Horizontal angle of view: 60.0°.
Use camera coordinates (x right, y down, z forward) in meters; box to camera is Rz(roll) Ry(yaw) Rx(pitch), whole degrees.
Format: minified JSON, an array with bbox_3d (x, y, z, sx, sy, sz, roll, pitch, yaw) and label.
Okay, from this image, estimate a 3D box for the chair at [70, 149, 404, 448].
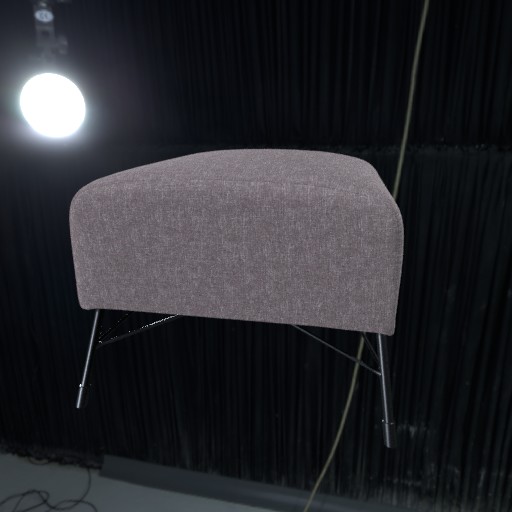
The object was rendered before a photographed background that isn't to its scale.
[{"bbox_3d":[0.000,0.000,0.895,0.530,0.410,0.530,3,17,10],"label":"chair"}]
